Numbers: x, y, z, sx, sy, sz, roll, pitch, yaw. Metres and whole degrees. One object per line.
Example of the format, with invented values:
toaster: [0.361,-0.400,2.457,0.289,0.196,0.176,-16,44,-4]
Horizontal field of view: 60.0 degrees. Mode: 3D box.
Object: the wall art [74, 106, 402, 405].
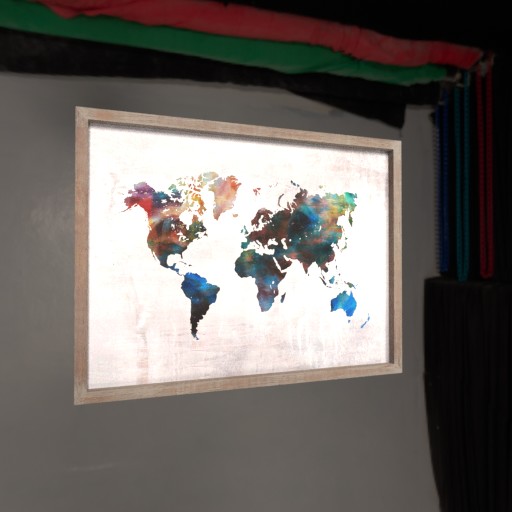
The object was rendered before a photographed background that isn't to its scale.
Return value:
wall art: [0.000,0.000,1.746,1.320,1.009,0.070,0,-1,-19]
